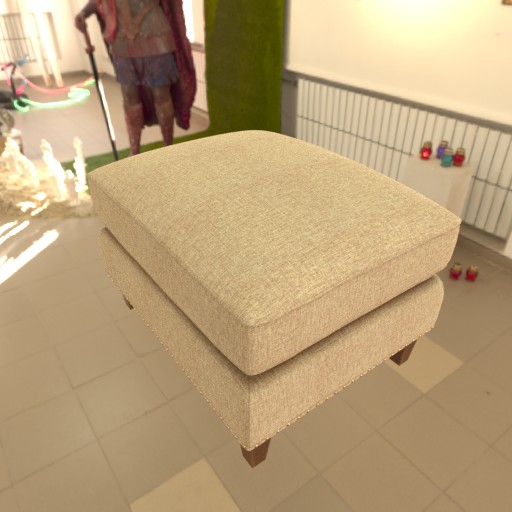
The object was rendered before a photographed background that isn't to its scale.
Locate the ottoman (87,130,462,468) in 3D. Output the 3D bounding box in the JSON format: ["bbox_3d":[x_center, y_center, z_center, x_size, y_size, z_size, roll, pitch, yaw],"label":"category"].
[{"bbox_3d":[0.000,0.000,1.141,0.584,0.513,0.741,-22,39,-30],"label":"ottoman"}]
